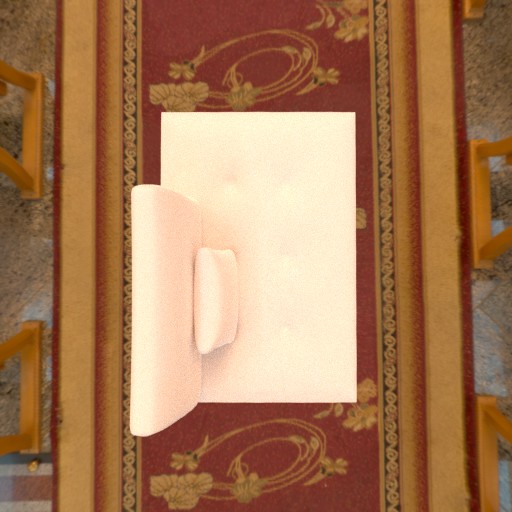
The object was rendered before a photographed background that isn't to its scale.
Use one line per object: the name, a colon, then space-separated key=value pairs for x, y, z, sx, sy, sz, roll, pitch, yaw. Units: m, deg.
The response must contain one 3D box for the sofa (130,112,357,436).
sofa: x=0.000 y=0.000 z=2.116 sx=1.000 sy=0.820 sz=1.450 roll=0 pitch=89 yaw=0
